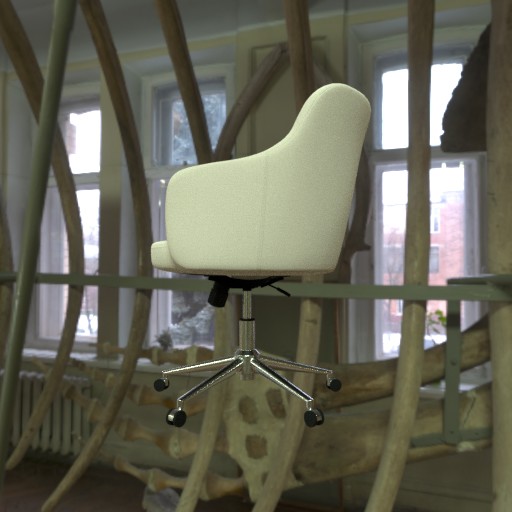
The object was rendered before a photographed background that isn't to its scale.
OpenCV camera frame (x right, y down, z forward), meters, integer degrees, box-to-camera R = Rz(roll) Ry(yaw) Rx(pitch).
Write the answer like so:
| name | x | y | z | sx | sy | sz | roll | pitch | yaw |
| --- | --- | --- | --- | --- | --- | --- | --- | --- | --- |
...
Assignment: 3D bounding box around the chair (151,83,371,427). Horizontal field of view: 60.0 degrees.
| name | x | y | z | sx | sy | sz | roll | pitch | yaw |
| --- | --- | --- | --- | --- | --- | --- | --- | --- | --- |
| chair | 0.000 | 0.000 | 1.278 | 0.647 | 0.819 | 0.602 | -1 | -2 | 19 |
